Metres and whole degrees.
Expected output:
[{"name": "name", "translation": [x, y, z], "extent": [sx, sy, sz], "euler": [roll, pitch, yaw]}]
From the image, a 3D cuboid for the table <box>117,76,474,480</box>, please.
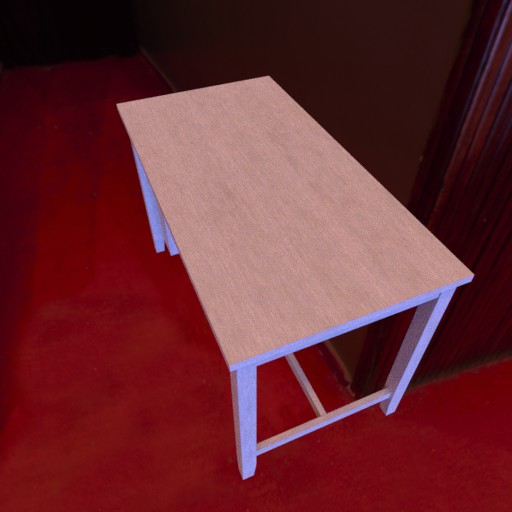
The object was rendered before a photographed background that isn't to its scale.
[{"name": "table", "translation": [0.000, 0.000, 1.897], "extent": [0.729, 0.874, 1.397], "euler": [-17, 48, -16]}]
